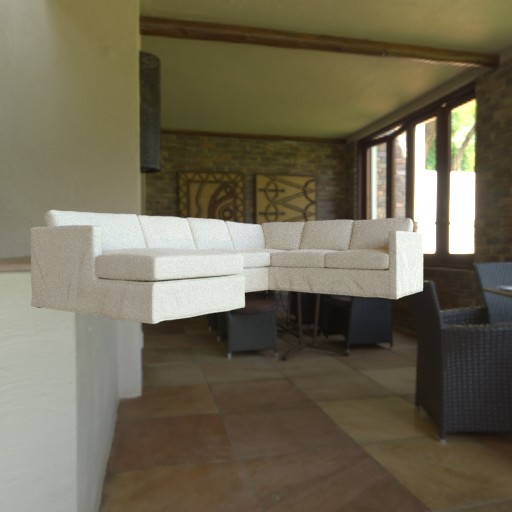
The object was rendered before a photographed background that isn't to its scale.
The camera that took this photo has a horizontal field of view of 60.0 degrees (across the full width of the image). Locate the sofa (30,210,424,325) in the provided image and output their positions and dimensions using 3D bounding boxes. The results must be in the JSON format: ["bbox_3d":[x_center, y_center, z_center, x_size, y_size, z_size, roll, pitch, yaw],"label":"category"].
[{"bbox_3d":[0.000,0.000,4.545,2.448,0.882,3.464,1,1,35],"label":"sofa"}]
